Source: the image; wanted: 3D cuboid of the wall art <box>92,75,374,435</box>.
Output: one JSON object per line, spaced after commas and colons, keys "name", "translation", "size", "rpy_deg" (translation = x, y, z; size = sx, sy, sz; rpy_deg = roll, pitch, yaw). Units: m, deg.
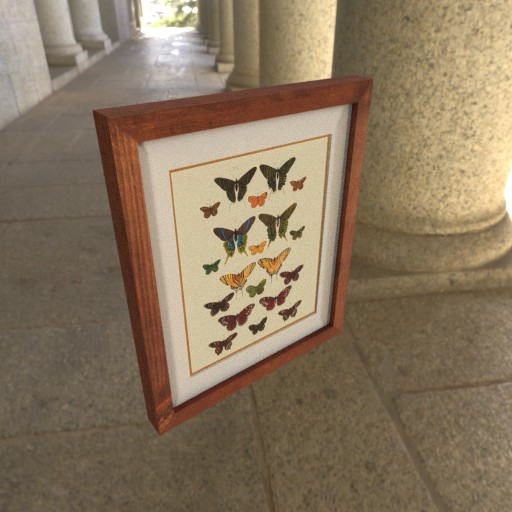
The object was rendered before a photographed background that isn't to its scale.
{"name": "wall art", "translation": [0.000, 0.000, 0.637], "size": [0.377, 0.449, 0.039], "rpy_deg": [-21, 36, -32]}
